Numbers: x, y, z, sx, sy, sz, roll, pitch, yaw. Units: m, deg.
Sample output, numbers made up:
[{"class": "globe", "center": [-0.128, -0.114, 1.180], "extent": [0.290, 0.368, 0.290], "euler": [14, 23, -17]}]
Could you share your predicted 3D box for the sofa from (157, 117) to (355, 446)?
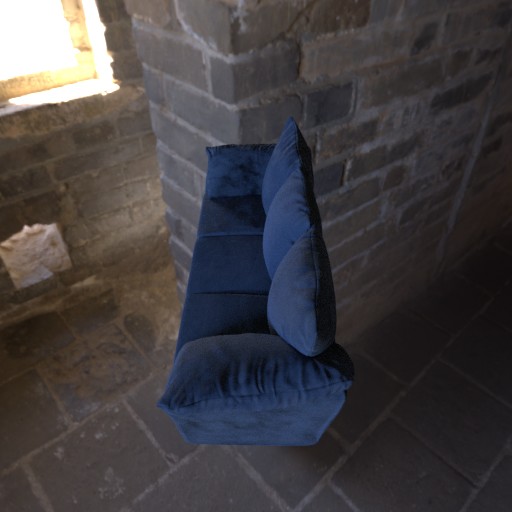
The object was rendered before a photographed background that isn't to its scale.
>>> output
[{"class": "sofa", "center": [0.000, 0.000, 2.915], "extent": [0.907, 1.091, 2.390], "euler": [0, 41, 0]}]
